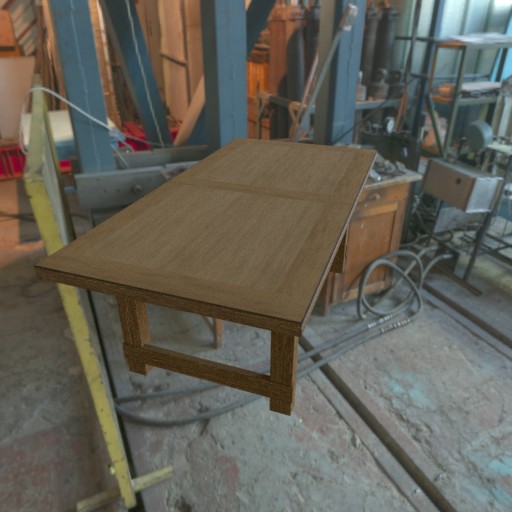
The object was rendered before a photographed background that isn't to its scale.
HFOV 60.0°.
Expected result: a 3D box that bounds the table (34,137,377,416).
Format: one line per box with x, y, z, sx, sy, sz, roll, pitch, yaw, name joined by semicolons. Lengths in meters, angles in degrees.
0.000;0.000;2.451;1.000;0.762;1.982;10;30;17;table
